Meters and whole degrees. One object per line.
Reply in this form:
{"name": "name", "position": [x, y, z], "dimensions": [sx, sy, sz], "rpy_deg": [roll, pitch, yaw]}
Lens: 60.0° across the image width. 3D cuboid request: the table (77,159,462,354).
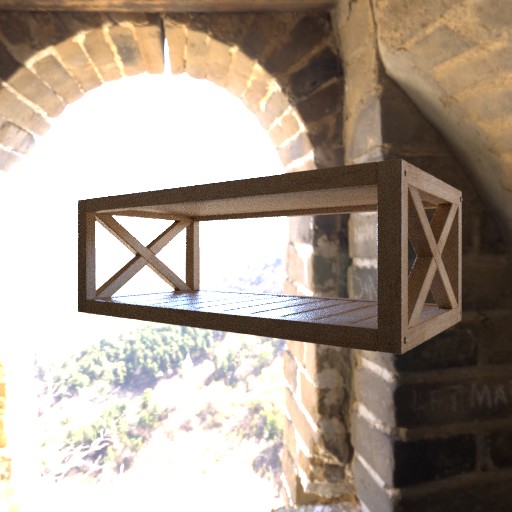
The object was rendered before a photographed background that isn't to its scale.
{"name": "table", "position": [0.000, 0.000, 1.675], "dimensions": [1.321, 0.457, 0.660], "rpy_deg": [0, 0, 36]}
